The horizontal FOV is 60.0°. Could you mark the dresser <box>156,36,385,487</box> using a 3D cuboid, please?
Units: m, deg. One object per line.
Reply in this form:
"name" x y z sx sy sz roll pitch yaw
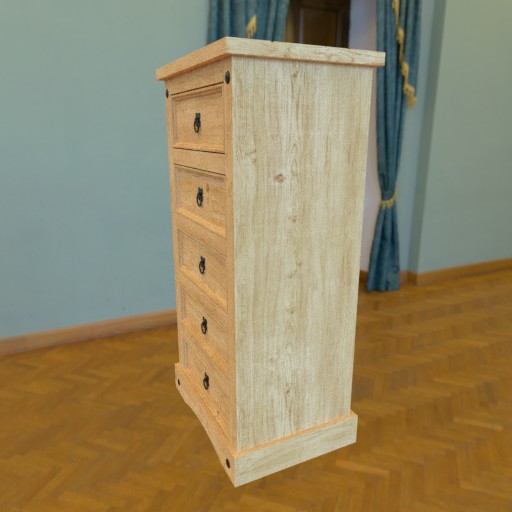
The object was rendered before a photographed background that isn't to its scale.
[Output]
"dresser" 0.000 0.000 1.288 0.390 1.041 0.531 -8 17 -25
